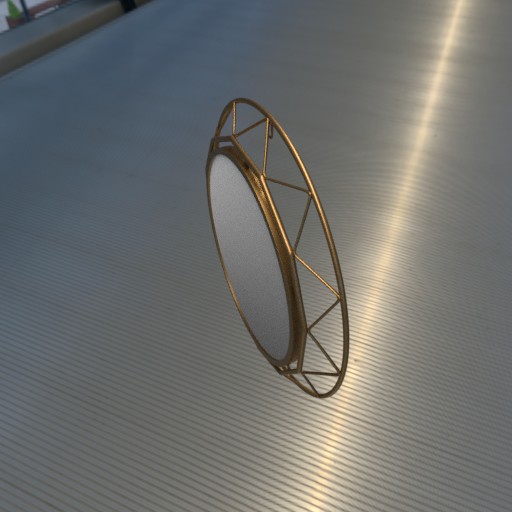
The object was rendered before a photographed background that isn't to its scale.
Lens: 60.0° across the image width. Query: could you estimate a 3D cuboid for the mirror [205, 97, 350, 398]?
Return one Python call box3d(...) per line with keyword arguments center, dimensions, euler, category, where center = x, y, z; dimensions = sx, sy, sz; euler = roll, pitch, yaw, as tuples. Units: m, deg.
box3d(center=(0.000, 0.000, 0.674), dimensions=(0.043, 0.454, 0.454), euler=(-17, 48, -16), category="mirror")
